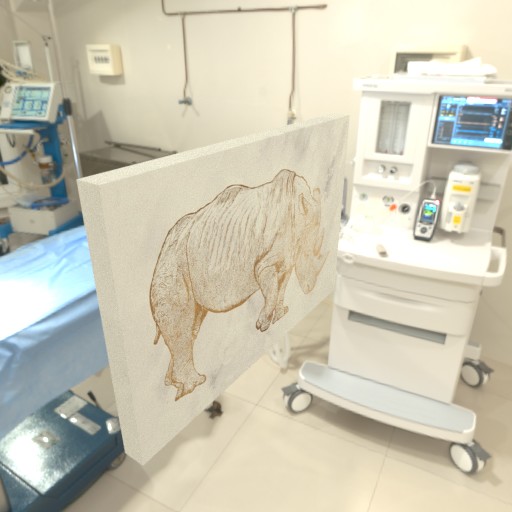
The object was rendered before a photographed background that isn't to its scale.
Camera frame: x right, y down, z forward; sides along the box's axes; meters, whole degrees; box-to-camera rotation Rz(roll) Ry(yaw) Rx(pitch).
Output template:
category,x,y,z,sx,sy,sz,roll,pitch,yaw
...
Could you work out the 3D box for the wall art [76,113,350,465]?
category,x,y,z,sx,sy,sz,roll,pitch,yaw
wall art,0.000,0.000,0.772,0.038,0.407,0.609,17,30,31
